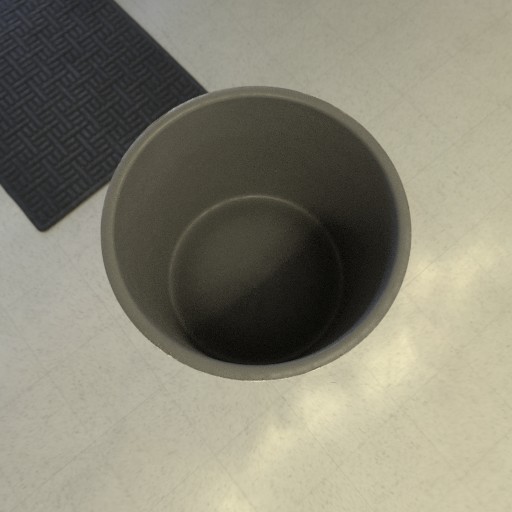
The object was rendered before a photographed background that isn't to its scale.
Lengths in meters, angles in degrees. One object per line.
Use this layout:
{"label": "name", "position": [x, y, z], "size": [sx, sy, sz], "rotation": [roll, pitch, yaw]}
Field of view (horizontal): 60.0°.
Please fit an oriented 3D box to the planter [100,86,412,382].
{"label": "planter", "position": [0.000, 0.000, 0.411], "size": [0.226, 0.201, 0.226], "rotation": [0, 75, 0]}
